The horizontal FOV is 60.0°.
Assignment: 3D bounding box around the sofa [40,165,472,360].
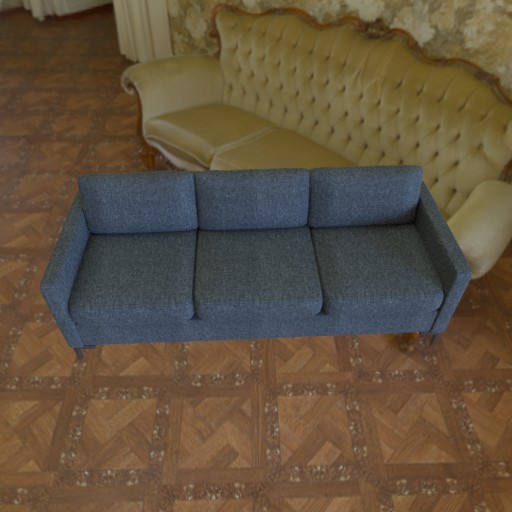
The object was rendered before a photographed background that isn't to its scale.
[{"bbox_3d":[0.000,0.000,2.683,2.218,0.874,0.859,-2,45,-2],"label":"sofa"}]
